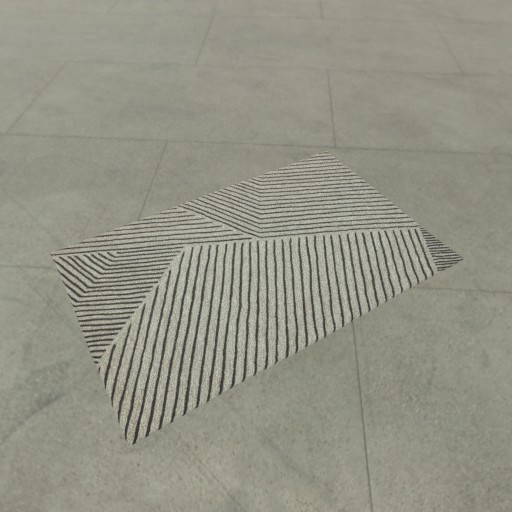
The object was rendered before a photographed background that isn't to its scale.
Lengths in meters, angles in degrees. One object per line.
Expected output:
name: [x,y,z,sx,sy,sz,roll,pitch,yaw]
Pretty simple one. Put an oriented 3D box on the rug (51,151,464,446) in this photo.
rug: [0.000,0.000,3.049,2.406,0.023,1.539,-24,51,-21]
